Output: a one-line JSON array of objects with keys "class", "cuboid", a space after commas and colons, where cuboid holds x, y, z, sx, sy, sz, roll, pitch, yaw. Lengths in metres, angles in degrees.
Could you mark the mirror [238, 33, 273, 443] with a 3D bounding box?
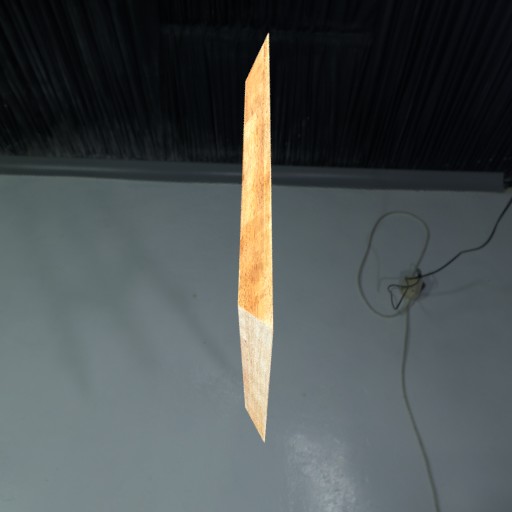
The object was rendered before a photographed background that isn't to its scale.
[{"class": "mirror", "cuboid": [0.000, 0.000, 0.984, 0.047, 0.651, 0.651, 0, 56, 0]}]
